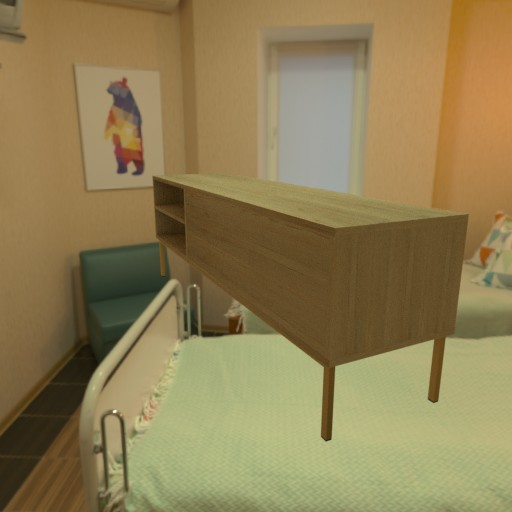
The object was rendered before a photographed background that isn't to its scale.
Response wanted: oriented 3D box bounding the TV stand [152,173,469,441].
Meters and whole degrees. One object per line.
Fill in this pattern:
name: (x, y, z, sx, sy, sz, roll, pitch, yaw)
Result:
TV stand: (0.000, 0.000, 1.808, 0.420, 0.550, 1.600, -7, 16, -26)
